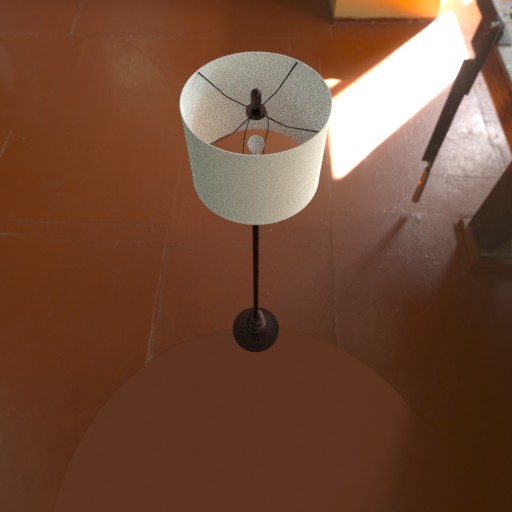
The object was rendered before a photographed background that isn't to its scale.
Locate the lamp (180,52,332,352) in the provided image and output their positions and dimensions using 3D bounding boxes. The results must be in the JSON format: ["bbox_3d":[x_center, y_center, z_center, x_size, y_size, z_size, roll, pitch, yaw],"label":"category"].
[{"bbox_3d":[0.000,0.000,1.653,0.356,1.487,0.356,32,64,17],"label":"lamp"}]
